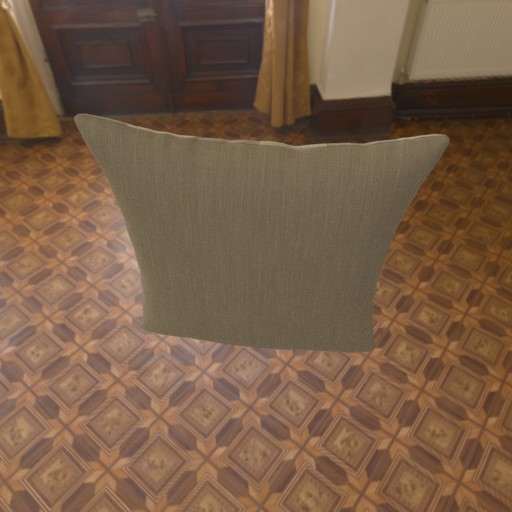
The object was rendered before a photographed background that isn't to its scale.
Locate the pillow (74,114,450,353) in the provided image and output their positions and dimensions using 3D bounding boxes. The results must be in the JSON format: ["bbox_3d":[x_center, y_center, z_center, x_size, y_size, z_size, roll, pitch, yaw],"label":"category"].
[{"bbox_3d":[0.000,0.000,0.780,0.511,0.509,0.161,5,46,4],"label":"pillow"}]
